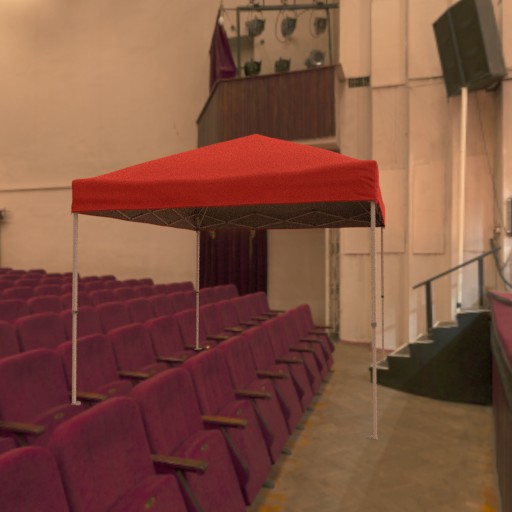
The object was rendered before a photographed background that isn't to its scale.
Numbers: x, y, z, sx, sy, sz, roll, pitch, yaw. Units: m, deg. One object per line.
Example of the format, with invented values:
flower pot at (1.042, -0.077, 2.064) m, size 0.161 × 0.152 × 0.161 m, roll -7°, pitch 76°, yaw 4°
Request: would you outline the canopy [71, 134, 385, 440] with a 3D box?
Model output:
canopy at (0.000, 0.000, 5.428) m, size 2.996 × 2.997 × 2.998 m, roll 0°, pitch -1°, yaw 17°
